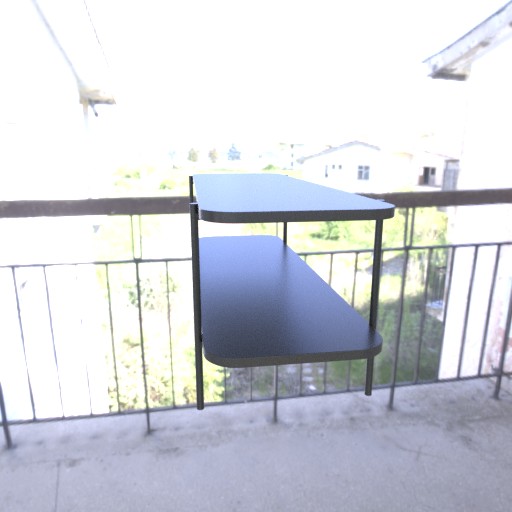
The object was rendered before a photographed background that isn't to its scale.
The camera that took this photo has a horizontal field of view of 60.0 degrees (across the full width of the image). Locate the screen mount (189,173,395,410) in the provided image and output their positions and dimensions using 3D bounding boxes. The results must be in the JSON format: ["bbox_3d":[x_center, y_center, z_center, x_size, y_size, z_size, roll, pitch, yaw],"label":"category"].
[{"bbox_3d":[0.000,0.000,1.387,0.400,0.447,1.200,-2,14,-8],"label":"screen mount"}]
